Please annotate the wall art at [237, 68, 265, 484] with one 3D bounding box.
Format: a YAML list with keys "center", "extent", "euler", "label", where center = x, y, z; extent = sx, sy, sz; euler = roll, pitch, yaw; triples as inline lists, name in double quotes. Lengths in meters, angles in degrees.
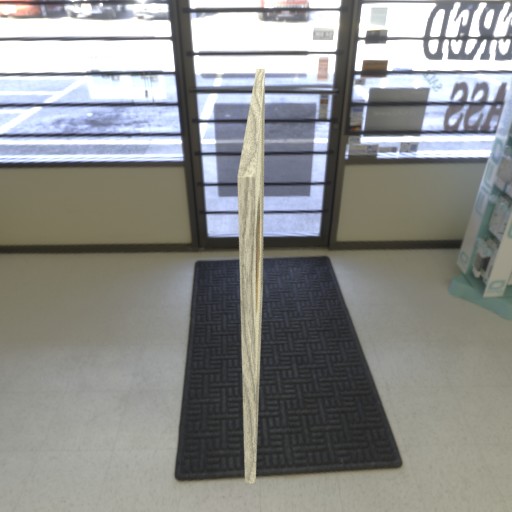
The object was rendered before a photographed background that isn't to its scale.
- center: [0.000, 0.000, 0.756]
  extent: [0.016, 0.507, 0.508]
  euler: [1, 33, 2]
  label: "wall art"
